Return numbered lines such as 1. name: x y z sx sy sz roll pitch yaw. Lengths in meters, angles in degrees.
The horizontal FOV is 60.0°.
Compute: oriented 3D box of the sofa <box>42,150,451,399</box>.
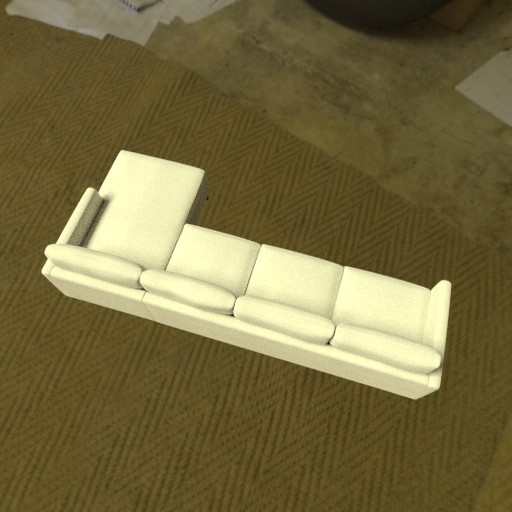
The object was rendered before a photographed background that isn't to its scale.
1. sofa: 0.000 0.000 2.917 2.445 0.677 1.126 15 65 7
